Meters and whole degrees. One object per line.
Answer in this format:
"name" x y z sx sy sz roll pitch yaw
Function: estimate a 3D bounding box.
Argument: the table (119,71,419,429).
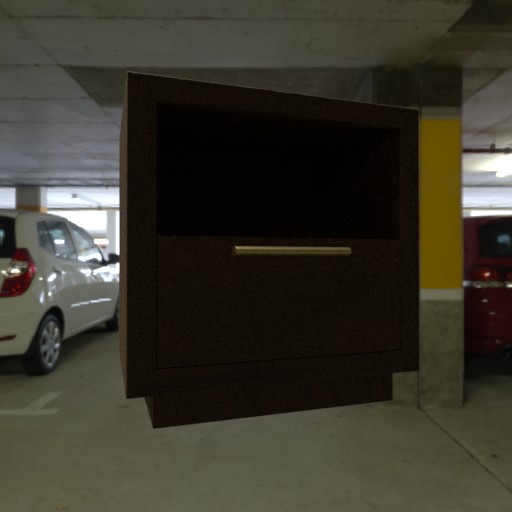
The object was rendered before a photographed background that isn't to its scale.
"table" 0.000 0.000 0.969 0.560 0.585 0.439 0 -1 -19
